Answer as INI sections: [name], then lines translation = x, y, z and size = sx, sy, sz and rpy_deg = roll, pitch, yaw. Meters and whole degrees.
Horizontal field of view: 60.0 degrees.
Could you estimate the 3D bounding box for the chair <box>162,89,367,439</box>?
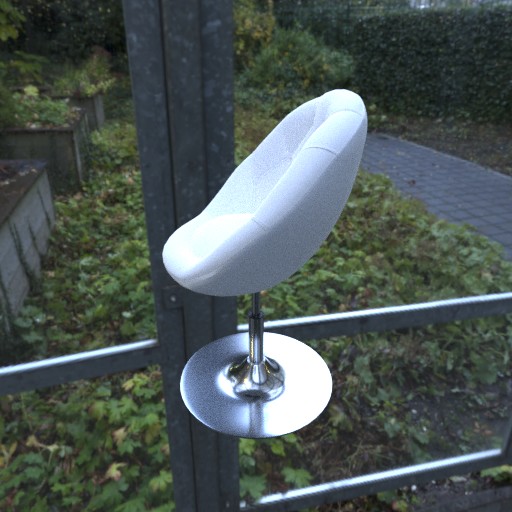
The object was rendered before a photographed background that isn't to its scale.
[chair]
translation = 0.000, 0.000, 1.789
size = 0.736, 1.261, 0.940
rpy_deg = 0, 25, 0
